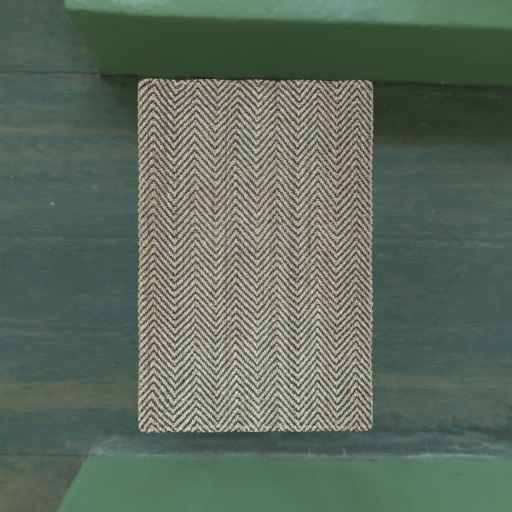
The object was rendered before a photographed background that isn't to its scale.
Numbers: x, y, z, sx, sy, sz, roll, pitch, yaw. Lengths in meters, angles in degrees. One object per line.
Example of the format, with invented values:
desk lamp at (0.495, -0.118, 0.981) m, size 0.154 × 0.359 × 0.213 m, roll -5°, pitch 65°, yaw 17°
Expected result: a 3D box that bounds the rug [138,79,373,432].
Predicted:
rug at (0.000, 0.000, 2.301) m, size 1.219 × 0.008 × 1.828 m, roll 0°, pitch 90°, yaw -1°
